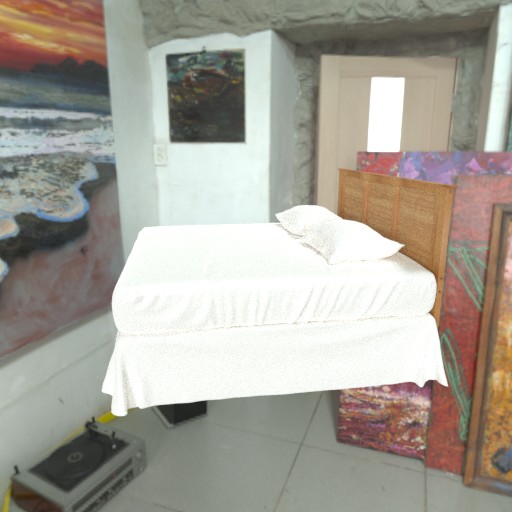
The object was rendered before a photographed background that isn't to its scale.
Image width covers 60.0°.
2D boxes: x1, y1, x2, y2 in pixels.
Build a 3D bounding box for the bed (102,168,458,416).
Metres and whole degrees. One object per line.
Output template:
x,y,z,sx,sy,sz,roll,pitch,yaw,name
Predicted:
0.000,0.000,3.589,2.215,1.270,2.317,-2,14,-9,bed
